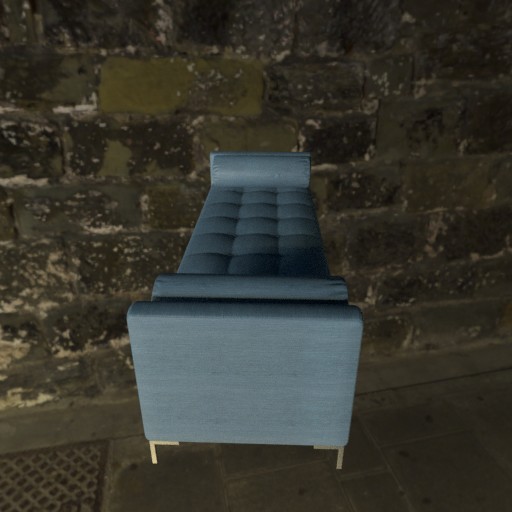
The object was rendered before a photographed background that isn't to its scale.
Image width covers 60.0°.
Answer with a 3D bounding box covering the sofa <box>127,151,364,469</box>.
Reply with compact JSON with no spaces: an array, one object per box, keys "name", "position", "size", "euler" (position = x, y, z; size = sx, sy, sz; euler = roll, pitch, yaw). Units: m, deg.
[{"name":"sofa","position":[0.000,0.000,2.266],"size":[0.686,0.635,1.981],"euler":[1,27,2]}]
